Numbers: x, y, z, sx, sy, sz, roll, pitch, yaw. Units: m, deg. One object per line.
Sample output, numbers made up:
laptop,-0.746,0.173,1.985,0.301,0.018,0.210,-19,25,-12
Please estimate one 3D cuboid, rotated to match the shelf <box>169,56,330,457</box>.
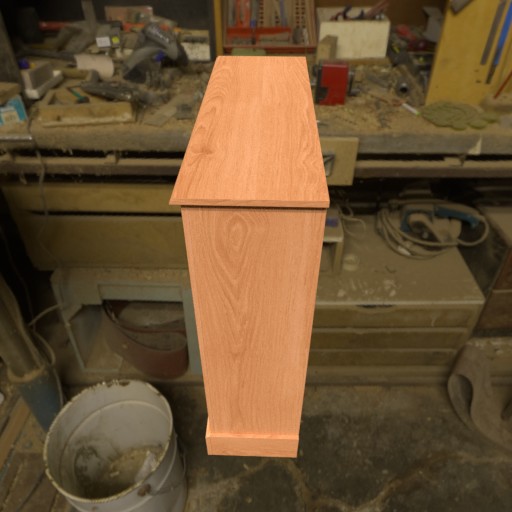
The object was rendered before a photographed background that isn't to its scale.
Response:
shelf,0.000,0.000,1.430,0.291,0.980,0.840,1,40,1
